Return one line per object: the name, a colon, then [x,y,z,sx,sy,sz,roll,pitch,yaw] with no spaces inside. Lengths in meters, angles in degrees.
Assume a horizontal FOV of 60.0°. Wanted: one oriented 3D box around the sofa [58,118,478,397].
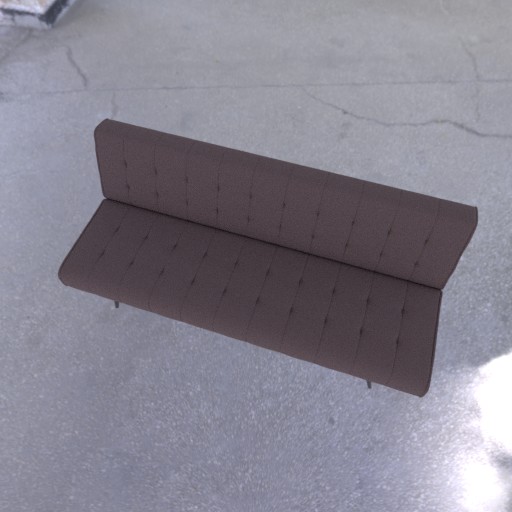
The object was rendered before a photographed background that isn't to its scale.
sofa: [0.000,0.000,2.070,1.703,0.699,0.747,16,59,10]
